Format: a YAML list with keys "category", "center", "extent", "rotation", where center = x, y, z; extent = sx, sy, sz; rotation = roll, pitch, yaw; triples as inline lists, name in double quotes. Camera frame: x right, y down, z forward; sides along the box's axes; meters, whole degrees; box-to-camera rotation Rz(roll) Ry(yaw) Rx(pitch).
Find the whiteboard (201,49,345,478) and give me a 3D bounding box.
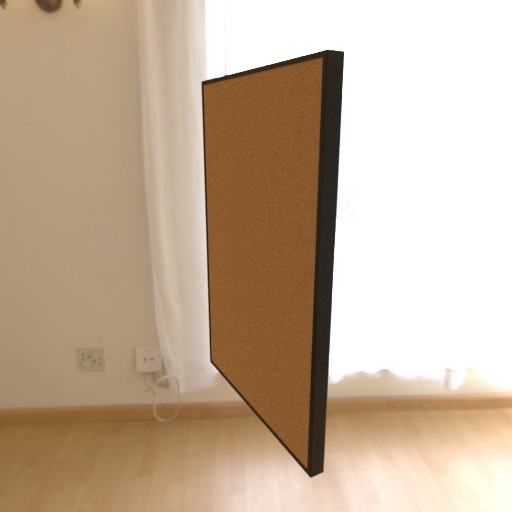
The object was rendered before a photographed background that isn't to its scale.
- category: "whiteboard"
  center: [0.000, 0.000, 0.781]
  extent: [0.026, 0.611, 0.406]
  rotation: [-8, 18, -27]
